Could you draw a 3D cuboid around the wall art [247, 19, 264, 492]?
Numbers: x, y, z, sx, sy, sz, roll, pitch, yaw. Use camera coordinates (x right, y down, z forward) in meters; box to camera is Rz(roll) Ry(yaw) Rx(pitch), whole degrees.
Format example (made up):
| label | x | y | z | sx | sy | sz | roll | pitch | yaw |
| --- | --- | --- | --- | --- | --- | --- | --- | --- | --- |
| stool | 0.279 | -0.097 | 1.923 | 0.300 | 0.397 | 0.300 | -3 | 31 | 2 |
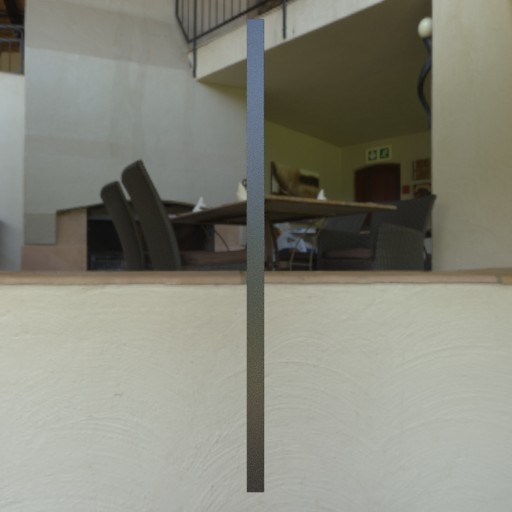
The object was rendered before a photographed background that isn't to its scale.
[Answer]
| label | x | y | z | sx | sy | sz | roll | pitch | yaw |
| --- | --- | --- | --- | --- | --- | --- | --- | --- | --- |
| wall art | 0.000 | 0.000 | 1.395 | 0.039 | 1.061 | 0.804 | 0 | 0 | 0 |
